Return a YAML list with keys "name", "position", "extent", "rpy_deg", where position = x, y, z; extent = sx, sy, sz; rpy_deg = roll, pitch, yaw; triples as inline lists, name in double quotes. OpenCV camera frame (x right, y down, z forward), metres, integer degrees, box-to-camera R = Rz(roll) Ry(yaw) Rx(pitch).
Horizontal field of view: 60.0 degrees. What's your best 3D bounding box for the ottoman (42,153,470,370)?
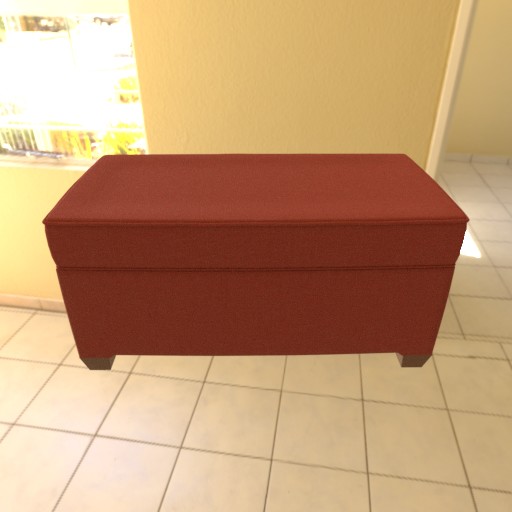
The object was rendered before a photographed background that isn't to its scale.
- name: "ottoman"
  position: [0.000, 0.000, 1.260]
  extent: [0.948, 0.454, 0.497]
  rpy_deg: [0, 30, -1]
